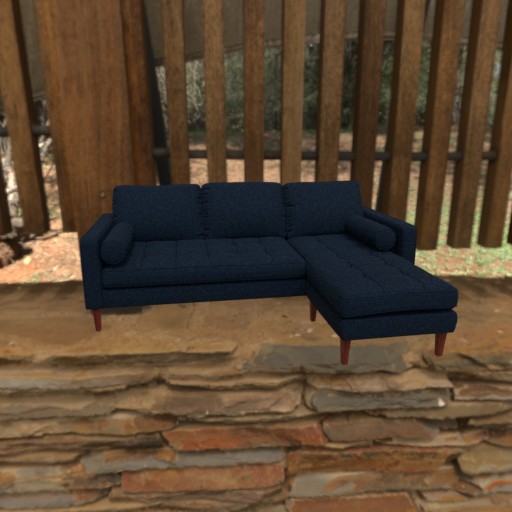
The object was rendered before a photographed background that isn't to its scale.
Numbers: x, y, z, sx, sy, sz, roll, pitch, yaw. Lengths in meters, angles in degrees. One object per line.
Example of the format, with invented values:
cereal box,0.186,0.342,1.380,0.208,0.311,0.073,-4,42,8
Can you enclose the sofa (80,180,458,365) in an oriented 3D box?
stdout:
sofa,0.000,0.000,2.929,2.185,0.841,1.613,-3,16,-9
